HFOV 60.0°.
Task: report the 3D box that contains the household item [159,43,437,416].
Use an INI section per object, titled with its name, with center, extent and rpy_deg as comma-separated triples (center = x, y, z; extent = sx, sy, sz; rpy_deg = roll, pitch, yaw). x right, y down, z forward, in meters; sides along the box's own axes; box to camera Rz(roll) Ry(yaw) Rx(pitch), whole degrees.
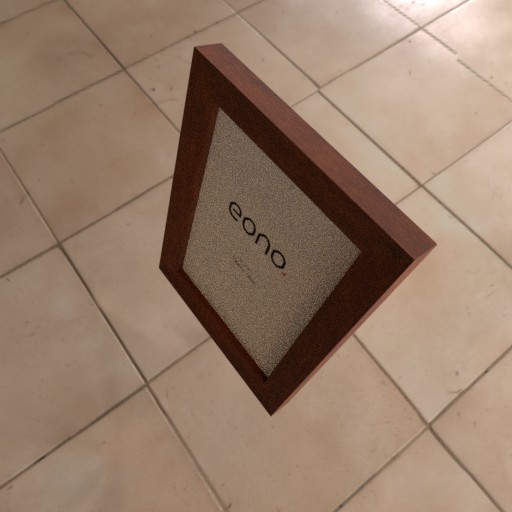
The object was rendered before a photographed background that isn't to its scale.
[household item]
center = 0.000, 0.000, 0.296
extent = 0.096, 0.204, 0.160
rpy_deg = -35, 70, -15
